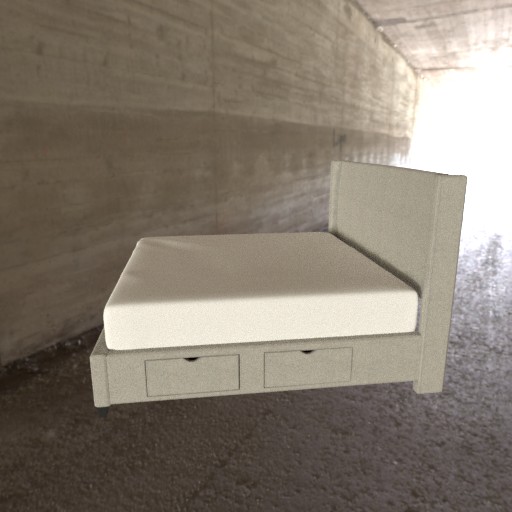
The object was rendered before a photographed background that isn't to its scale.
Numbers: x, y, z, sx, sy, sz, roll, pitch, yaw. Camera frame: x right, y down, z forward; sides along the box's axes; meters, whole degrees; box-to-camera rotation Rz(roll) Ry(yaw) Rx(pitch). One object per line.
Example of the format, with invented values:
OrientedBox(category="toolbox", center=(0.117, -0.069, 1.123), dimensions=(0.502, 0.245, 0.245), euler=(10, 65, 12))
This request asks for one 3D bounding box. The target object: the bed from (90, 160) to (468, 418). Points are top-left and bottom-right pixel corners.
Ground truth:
OrientedBox(category="bed", center=(0.000, 0.000, 3.703), dimensions=(2.280, 1.470, 2.140), euler=(-2, 15, -8))
